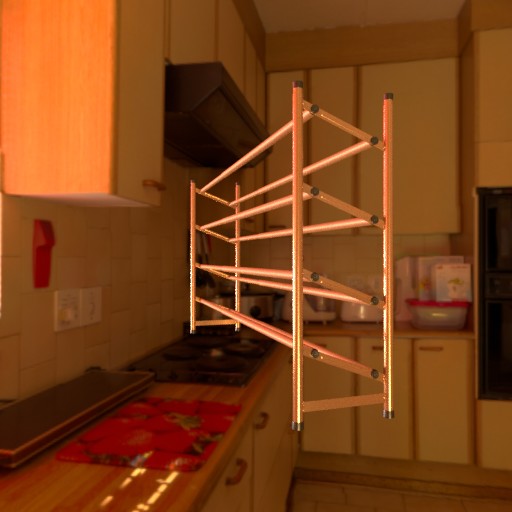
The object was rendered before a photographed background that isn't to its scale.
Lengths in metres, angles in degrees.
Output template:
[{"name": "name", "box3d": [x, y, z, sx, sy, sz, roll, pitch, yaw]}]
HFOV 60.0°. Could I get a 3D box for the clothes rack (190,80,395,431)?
[{"name": "clothes rack", "box3d": [0.000, 0.000, 1.434, 0.229, 0.672, 1.168, 0, 0, -18]}]
